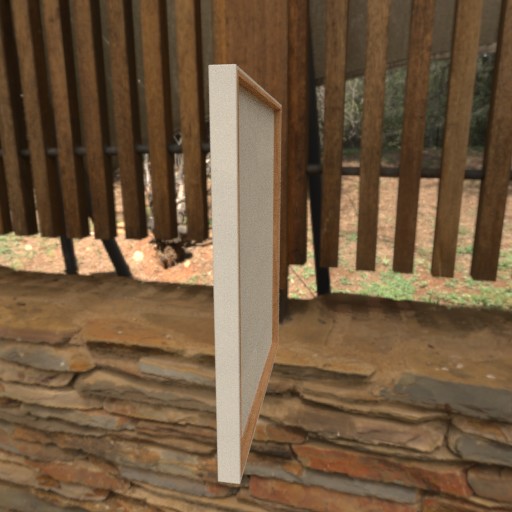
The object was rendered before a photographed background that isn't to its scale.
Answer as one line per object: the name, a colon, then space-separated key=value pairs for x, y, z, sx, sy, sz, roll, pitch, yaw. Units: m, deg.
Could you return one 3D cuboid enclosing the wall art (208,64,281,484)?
wall art: x=0.000 y=0.000 z=0.862 sx=0.037 sy=0.606 sz=0.508 roll=2 pitch=14 yaw=9
